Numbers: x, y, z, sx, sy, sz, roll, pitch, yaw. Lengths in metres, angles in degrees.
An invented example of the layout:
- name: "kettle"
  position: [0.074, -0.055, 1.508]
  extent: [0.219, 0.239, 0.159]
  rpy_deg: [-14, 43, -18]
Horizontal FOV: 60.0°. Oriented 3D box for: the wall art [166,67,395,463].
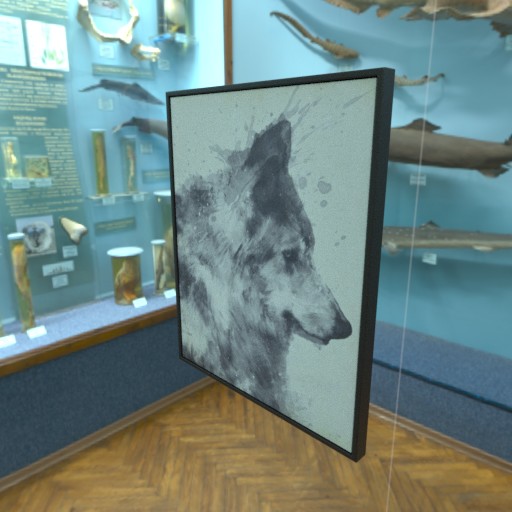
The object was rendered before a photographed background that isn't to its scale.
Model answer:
- name: "wall art"
  position: [0.000, 0.000, 0.753]
  extent: [0.028, 0.551, 0.451]
  rpy_deg: [-15, 21, -43]
